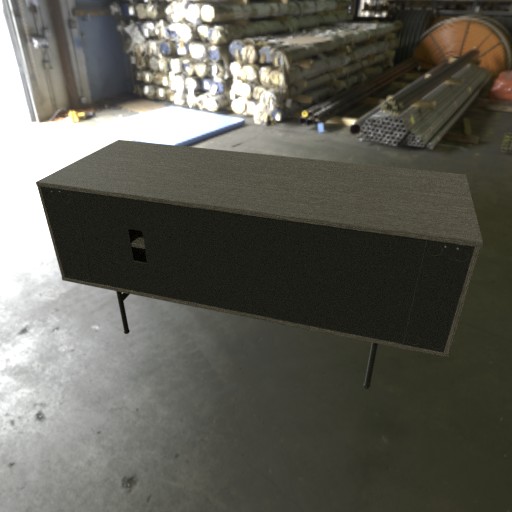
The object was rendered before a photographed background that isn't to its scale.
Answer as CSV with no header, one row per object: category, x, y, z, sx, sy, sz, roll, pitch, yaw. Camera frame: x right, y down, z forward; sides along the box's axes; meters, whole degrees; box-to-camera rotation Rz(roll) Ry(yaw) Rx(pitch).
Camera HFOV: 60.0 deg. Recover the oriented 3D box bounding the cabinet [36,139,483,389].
cabinet,0.000,0.000,1.589,1.300,0.599,0.500,9,32,15
